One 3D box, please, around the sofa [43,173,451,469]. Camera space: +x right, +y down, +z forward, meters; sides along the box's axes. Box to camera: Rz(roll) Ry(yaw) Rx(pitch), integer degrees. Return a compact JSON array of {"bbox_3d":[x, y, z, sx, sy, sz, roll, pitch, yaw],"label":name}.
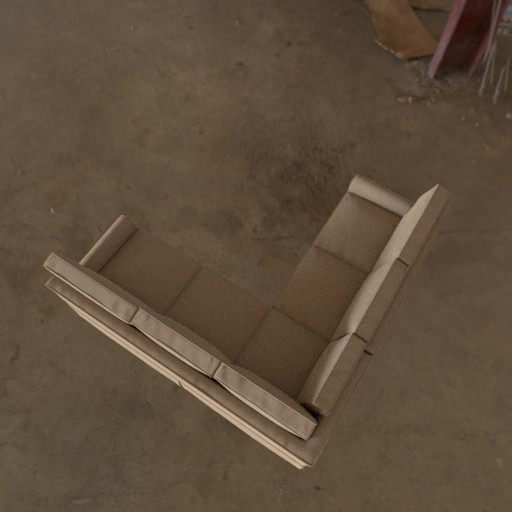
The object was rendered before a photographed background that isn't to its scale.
[{"bbox_3d":[0.000,0.000,4.315,2.733,1.124,2.730,30,67,14],"label":"sofa"}]
